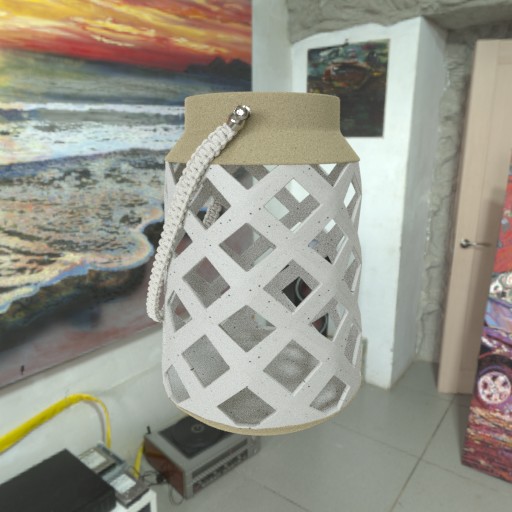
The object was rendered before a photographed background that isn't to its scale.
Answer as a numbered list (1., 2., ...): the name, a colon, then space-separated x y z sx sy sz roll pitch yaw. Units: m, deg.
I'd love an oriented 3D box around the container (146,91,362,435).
1. container: 0.000 0.000 0.343 0.172 0.229 0.163 2 15 7
